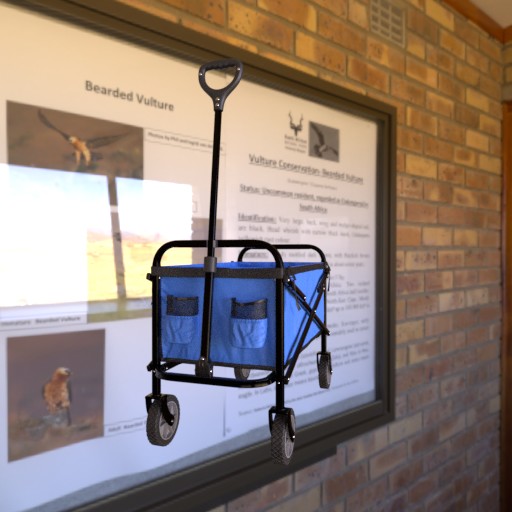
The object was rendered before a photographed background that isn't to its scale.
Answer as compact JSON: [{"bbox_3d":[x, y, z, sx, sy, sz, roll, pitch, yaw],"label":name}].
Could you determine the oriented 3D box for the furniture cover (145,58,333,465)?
[{"bbox_3d":[0.000,0.000,1.814,0.532,1.295,1.038,0,0,18],"label":"furniture cover"}]
